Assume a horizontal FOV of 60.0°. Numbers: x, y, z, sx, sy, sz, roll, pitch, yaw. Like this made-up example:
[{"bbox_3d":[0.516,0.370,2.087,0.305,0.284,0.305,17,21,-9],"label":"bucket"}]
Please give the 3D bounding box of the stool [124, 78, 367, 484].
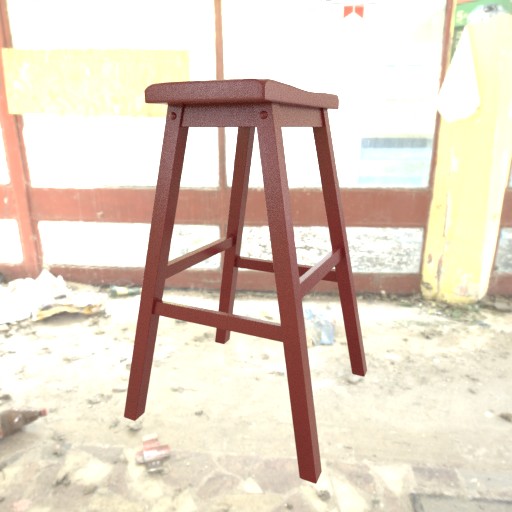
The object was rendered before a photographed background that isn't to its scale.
[{"bbox_3d":[0.000,0.000,1.046,0.476,0.737,0.457,8,18,24],"label":"stool"}]
